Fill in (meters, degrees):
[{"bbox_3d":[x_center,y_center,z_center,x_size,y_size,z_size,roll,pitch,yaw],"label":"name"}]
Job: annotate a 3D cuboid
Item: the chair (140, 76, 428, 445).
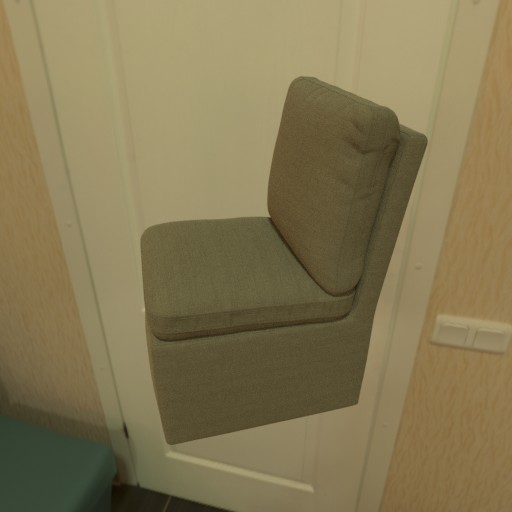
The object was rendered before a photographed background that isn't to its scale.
[{"bbox_3d":[0.000,0.000,1.318,0.698,0.927,0.503,-7,31,-13],"label":"chair"}]
